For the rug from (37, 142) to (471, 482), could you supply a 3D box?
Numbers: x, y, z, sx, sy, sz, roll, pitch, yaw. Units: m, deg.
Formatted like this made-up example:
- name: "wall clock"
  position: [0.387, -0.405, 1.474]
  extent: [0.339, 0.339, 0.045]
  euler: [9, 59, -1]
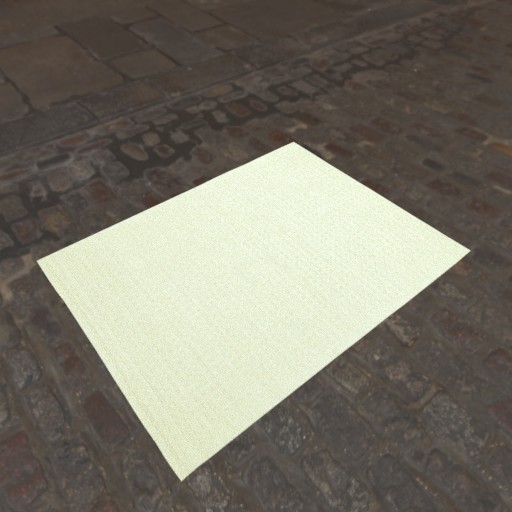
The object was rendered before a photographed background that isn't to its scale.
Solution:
- name: "rug"
  position: [0.000, 0.000, 4.112]
  extent: [3.204, 0.016, 2.452]
  euler: [-30, 53, -26]
